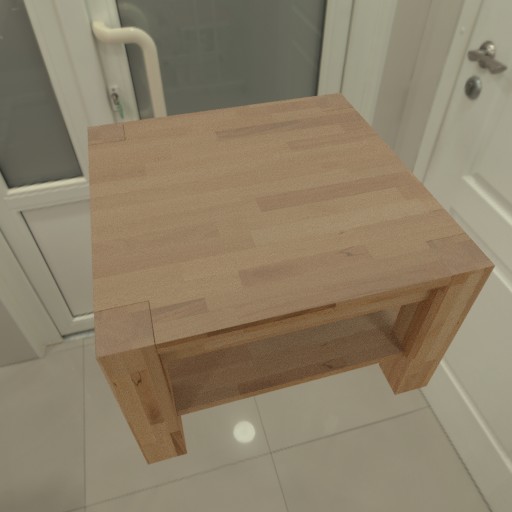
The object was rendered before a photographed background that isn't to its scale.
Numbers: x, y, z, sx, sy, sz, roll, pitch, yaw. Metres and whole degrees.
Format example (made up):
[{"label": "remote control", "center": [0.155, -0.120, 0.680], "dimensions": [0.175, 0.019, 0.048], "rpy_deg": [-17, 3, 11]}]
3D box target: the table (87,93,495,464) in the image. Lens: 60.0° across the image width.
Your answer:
[{"label": "table", "center": [0.000, 0.000, 1.129], "dimensions": [0.700, 0.451, 0.700], "rpy_deg": [-11, 47, -11]}]
